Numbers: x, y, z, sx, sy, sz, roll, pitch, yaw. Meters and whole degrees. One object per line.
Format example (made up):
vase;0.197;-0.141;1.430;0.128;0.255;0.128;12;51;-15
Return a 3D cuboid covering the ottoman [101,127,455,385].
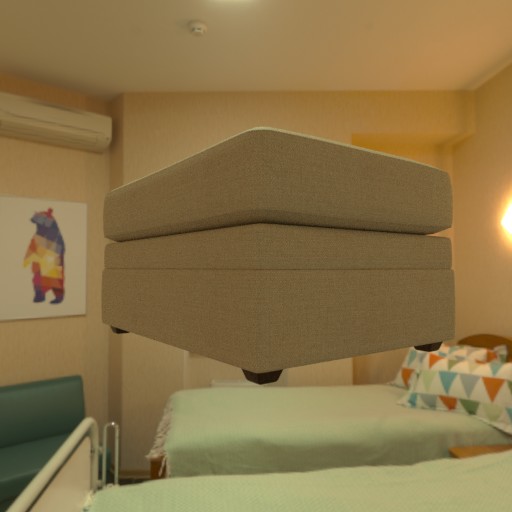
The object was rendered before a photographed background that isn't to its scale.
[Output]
ottoman;0.000;0.000;1.257;0.637;0.478;0.885;1;-2;-36
